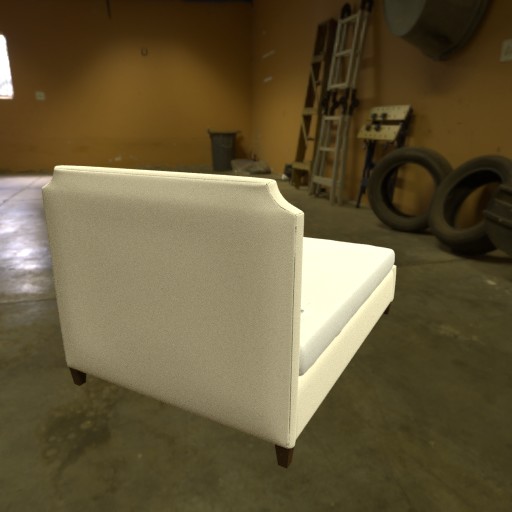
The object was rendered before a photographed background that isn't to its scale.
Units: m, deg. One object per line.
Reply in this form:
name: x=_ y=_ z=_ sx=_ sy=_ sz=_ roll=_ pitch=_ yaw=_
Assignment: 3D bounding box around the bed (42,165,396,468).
bed: x=0.000 y=0.000 z=3.426 sx=1.712 sy=1.497 sz=2.372 roll=9 pitch=19 yaw=28
